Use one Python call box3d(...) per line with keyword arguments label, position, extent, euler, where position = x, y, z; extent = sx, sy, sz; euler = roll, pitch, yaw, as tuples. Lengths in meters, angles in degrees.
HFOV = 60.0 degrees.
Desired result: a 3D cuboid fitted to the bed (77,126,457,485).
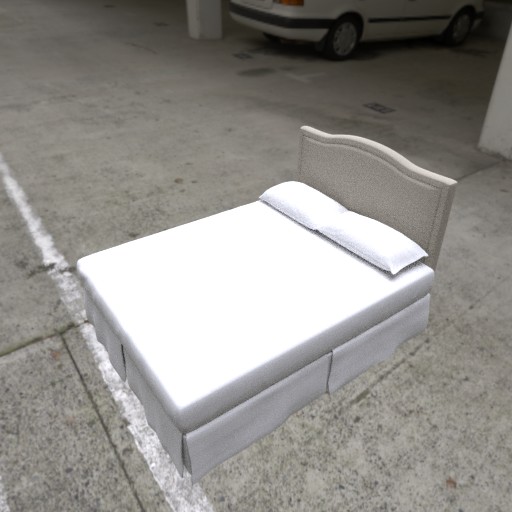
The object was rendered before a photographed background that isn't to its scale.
box3d(label="bed", position=(0.000, 0.000, 3.579), extent=(2.477, 1.437, 1.977), euler=(-21, 39, -29))
